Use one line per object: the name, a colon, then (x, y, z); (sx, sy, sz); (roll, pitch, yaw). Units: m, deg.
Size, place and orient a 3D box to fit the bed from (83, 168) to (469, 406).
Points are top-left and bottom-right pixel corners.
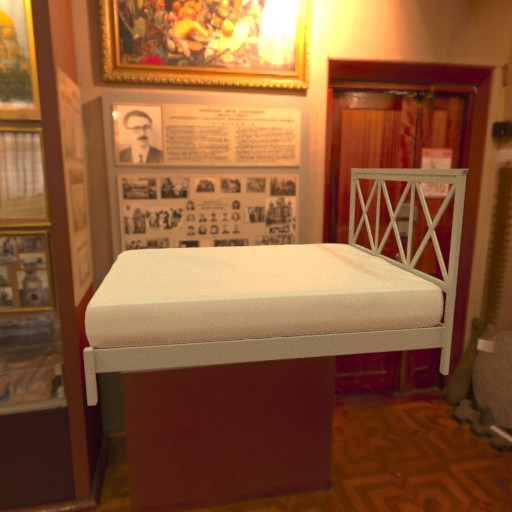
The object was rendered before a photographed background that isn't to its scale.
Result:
bed: (0.000, 0.000, 3.241); (2.135, 1.253, 1.673); (-2, 11, -10)
